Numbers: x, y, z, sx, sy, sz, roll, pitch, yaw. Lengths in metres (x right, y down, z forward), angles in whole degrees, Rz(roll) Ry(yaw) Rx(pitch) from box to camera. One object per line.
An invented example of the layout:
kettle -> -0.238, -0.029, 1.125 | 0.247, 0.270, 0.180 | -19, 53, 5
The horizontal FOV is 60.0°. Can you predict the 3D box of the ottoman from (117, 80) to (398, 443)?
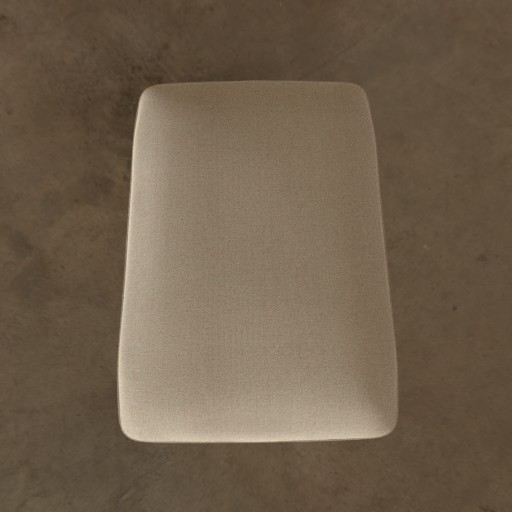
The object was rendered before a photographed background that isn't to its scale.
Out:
ottoman -> 0.000, 0.000, 1.305 | 0.686, 0.453, 0.984 | -1, 75, 0
